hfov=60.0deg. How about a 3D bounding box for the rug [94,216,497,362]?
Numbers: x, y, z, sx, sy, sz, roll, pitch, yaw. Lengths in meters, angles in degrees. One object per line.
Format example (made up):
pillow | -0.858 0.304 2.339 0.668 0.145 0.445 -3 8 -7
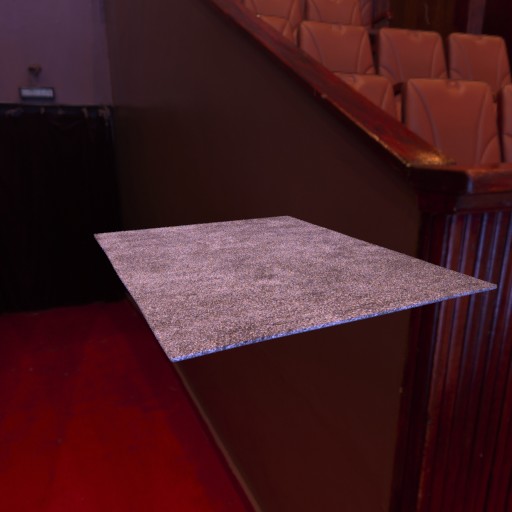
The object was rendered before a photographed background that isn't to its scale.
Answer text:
rug | 0.000 0.000 3.969 2.401 0.025 3.000 -8 18 -25
